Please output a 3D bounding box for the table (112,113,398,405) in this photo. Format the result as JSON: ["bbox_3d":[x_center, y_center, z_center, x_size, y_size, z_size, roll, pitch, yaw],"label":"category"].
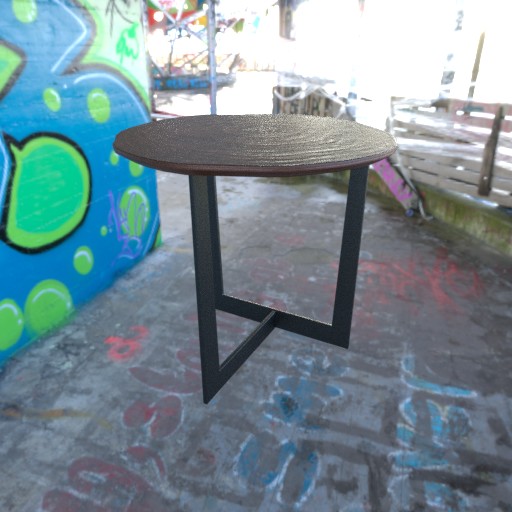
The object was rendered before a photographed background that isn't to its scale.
[{"bbox_3d":[0.000,0.000,0.874,0.477,0.476,0.494,8,26,16],"label":"table"}]
